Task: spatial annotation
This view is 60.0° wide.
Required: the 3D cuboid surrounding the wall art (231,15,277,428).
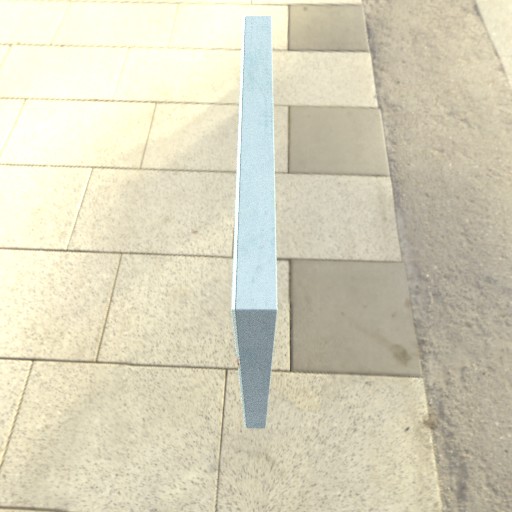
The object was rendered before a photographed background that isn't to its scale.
[{"bbox_3d":[0.000,0.000,0.677,0.037,0.509,0.409,0,59,0],"label":"wall art"}]
